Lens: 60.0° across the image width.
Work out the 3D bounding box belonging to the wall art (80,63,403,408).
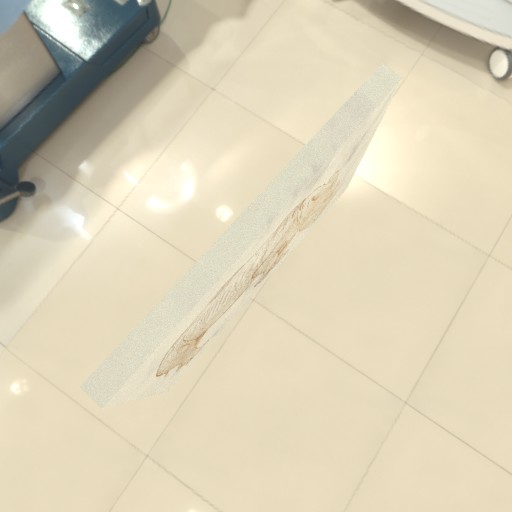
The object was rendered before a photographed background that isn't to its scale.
[{"bbox_3d":[0.000,0.000,0.790,0.038,0.407,0.609,40,79,9],"label":"wall art"}]
